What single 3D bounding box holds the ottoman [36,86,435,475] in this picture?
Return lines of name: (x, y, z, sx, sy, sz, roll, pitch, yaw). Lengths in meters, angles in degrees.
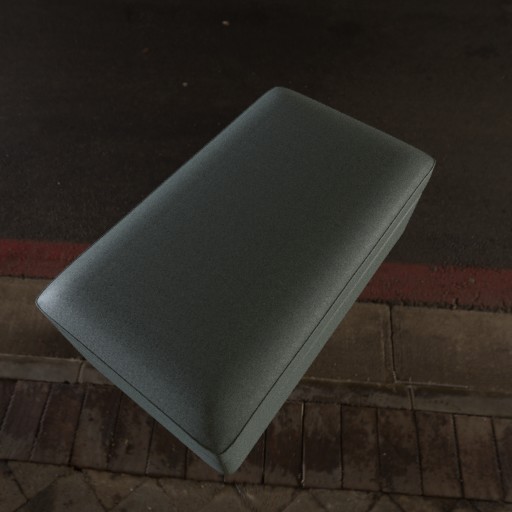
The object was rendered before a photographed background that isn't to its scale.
ottoman: (0.000, 0.000, 1.511, 0.681, 0.494, 1.173, 32, 63, 19)
